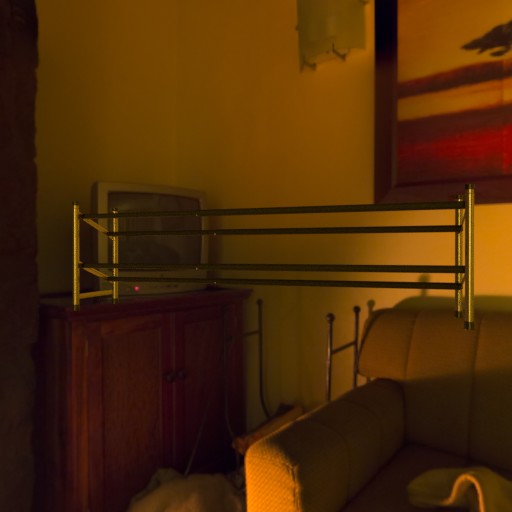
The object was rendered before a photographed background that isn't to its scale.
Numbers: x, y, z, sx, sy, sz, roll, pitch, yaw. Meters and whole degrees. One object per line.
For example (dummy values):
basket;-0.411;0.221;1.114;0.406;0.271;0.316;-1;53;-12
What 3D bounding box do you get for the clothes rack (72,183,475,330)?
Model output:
clothes rack;0.000;0.000;1.338;1.168;0.349;0.229;0;0;18
